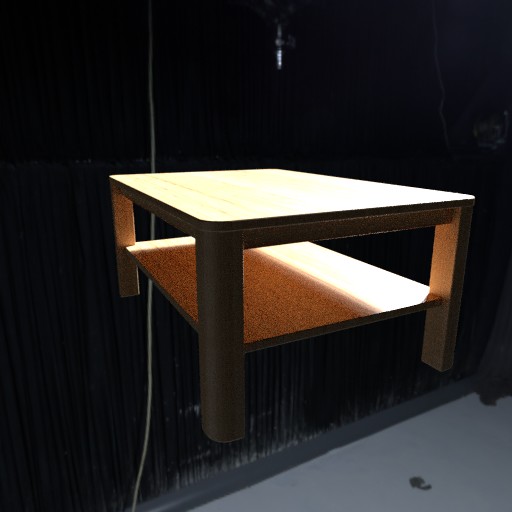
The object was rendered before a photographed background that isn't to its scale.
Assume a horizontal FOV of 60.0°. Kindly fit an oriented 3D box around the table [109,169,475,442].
[{"bbox_3d":[0.000,0.000,1.382,0.696,0.445,0.997,-8,17,-26],"label":"table"}]
